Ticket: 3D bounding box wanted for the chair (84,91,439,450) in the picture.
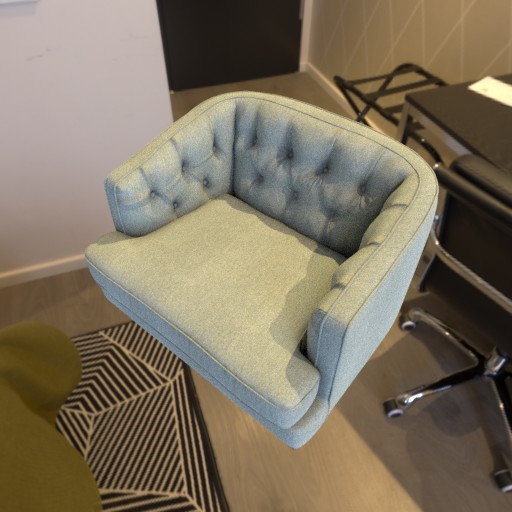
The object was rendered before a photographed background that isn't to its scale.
[{"bbox_3d":[0.000,0.000,1.758,1.094,0.852,0.945,31,54,26],"label":"chair"}]
